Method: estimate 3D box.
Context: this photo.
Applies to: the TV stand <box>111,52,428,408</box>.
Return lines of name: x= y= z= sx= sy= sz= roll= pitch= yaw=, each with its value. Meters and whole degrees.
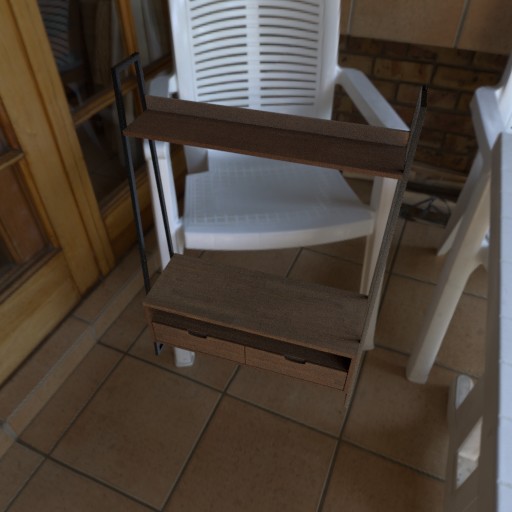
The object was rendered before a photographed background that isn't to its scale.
TV stand: x=0.000 y=0.000 z=2.287 sx=1.250 sy=1.772 sz=0.432 roll=12 pitch=44 yaw=13
